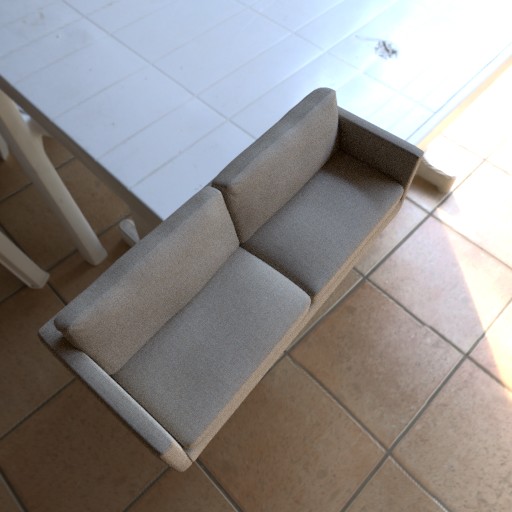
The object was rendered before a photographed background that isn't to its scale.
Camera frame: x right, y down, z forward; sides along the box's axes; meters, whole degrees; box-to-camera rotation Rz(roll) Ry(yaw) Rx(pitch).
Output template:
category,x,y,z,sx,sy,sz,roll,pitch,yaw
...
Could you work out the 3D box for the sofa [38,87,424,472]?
category,x,y,z,sx,sy,sz,roll,pitch,yaw
sofa,0.000,0.000,2.809,0.951,0.965,2.434,35,65,20
